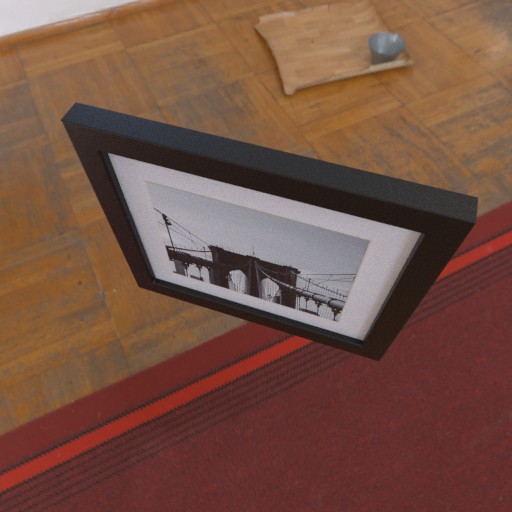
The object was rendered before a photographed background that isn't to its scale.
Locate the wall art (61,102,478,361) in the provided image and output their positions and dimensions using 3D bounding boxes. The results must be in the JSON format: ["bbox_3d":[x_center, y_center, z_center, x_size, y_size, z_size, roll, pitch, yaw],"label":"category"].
[{"bbox_3d":[0.000,0.000,0.532,0.380,0.330,0.028,16,59,10],"label":"wall art"}]
